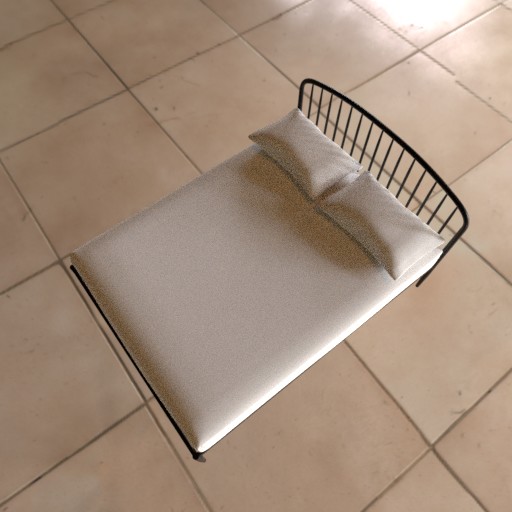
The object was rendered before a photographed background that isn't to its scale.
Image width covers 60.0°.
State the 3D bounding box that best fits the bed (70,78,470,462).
[{"bbox_3d":[0.000,0.000,3.096,2.159,1.166,1.618,-35,68,-16],"label":"bed"}]
